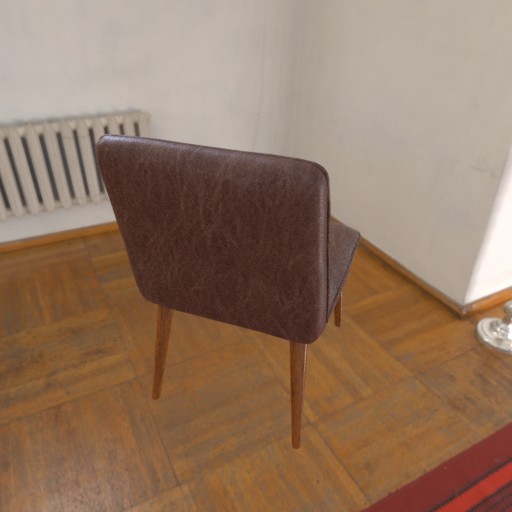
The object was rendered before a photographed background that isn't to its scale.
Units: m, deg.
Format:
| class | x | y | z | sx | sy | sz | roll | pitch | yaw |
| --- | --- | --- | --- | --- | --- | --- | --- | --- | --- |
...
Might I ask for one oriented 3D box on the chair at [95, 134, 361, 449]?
| class | x | y | z | sx | sy | sz | roll | pitch | yaw |
| --- | --- | --- | --- | --- | --- | --- | --- | --- | --- |
| chair | 0.000 | 0.000 | 1.251 | 0.543 | 0.803 | 0.645 | 9 | 34 | 14 |
